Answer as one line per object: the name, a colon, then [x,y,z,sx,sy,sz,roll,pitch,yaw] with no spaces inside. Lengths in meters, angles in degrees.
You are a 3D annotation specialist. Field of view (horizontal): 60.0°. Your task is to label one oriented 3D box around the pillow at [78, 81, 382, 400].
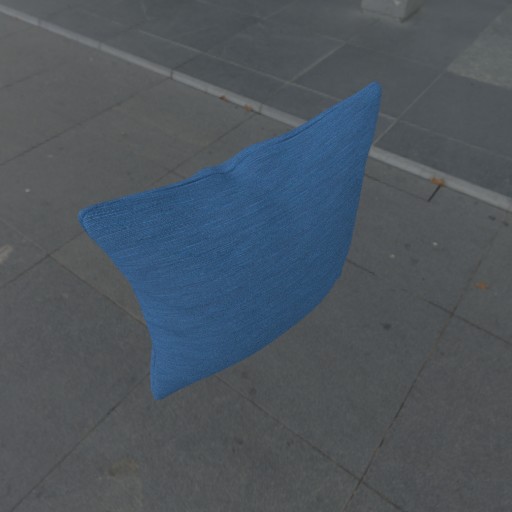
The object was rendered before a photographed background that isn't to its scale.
pillow: [0.000,0.000,0.671,0.437,0.420,0.177,-30,55,-24]
